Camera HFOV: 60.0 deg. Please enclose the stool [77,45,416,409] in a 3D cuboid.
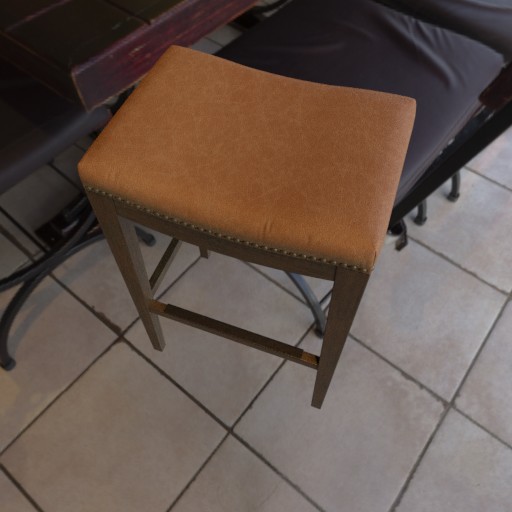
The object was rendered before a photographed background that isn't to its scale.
[{"bbox_3d":[0.000,0.000,1.016,0.500,0.759,0.361,17,59,10],"label":"stool"}]
